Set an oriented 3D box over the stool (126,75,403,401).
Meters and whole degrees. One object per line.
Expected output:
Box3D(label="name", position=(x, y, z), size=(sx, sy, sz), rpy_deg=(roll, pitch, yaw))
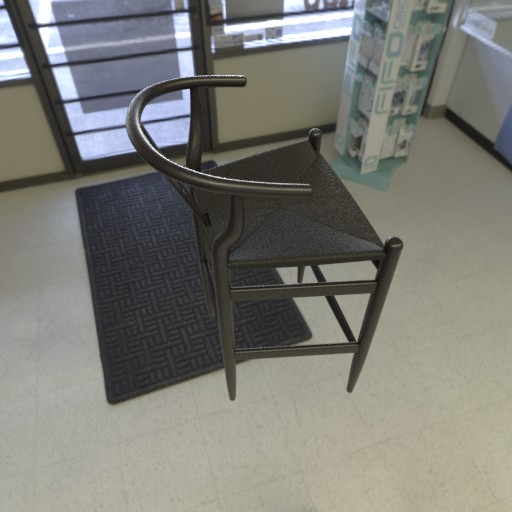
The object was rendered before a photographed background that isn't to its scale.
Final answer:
Box3D(label="stool", position=(0.000, 0.000, 1.340), size=(0.579, 0.970, 0.569), rpy_deg=(-11, 46, -11))
